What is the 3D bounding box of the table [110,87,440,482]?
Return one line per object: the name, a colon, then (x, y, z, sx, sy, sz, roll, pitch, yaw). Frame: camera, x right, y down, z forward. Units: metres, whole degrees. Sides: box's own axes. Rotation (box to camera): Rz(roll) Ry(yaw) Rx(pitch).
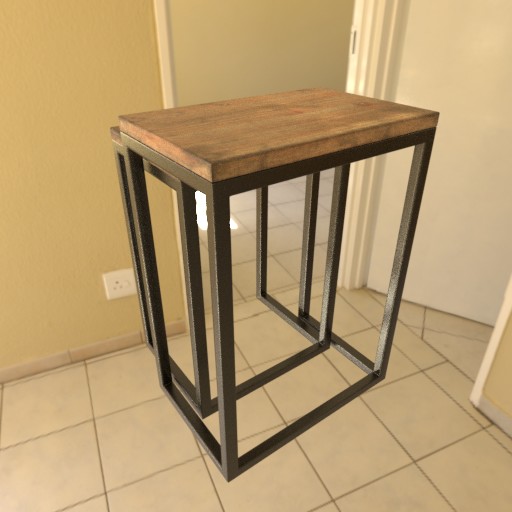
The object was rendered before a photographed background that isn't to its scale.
table: (0.000, 0.000, 0.936, 0.456, 0.615, 0.460, -19, 35, -29)
